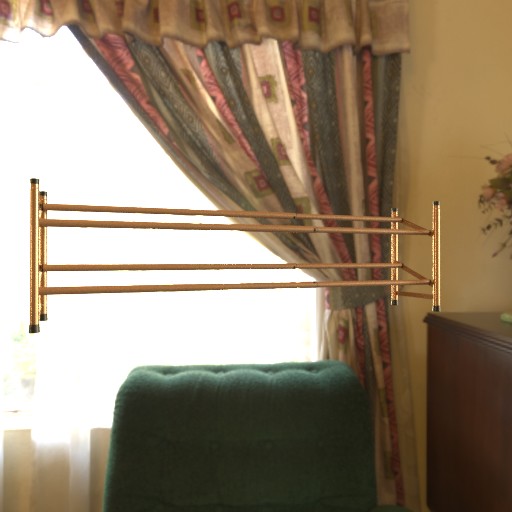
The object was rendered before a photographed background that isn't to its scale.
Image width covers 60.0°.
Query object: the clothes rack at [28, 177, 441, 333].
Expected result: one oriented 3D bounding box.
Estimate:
[{"bbox_3d":[0.000,0.000,1.297,1.168,0.349,0.229,0,0,-21],"label":"clothes rack"}]
